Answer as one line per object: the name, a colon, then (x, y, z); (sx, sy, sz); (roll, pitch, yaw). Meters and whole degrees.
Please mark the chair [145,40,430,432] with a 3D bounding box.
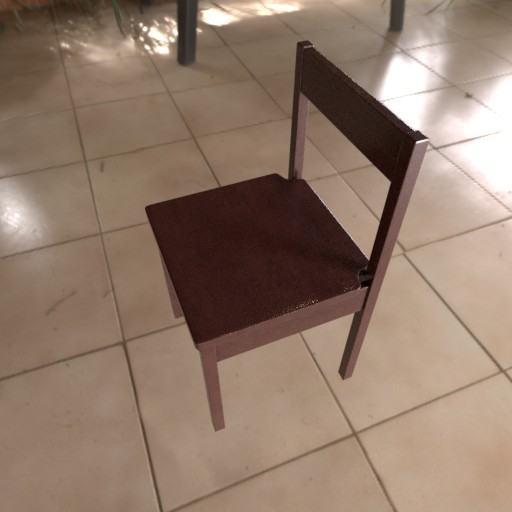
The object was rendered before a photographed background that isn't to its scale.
chair: (0.000, 0.000, 0.901); (0.361, 0.668, 0.367); (-17, 49, -15)
